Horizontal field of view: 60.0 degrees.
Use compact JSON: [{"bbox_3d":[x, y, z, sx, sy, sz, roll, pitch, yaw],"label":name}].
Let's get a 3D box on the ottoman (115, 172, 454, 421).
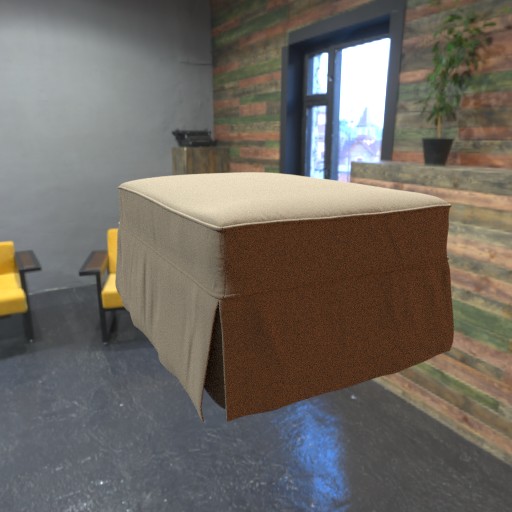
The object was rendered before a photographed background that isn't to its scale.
[{"bbox_3d":[0.000,0.000,1.367,0.721,0.482,0.959,-8,16,-27],"label":"ottoman"}]
